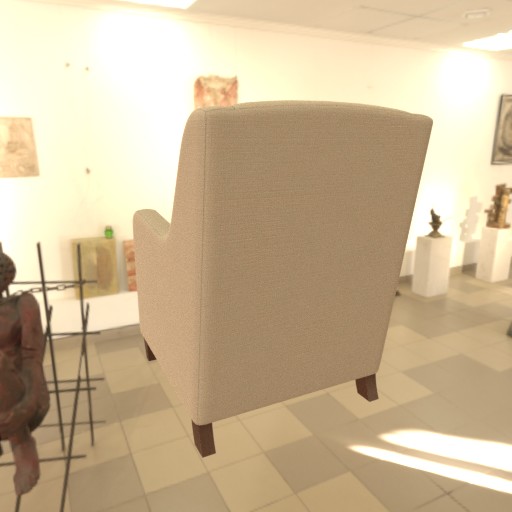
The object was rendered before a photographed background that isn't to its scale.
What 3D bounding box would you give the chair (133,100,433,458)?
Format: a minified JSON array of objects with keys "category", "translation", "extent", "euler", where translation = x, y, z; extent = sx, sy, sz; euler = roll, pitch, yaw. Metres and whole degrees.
[{"category":"chair","translation":[0.000,0.000,1.619],"extent":[0.715,1.017,0.896],"euler":[-7,16,-26]}]
